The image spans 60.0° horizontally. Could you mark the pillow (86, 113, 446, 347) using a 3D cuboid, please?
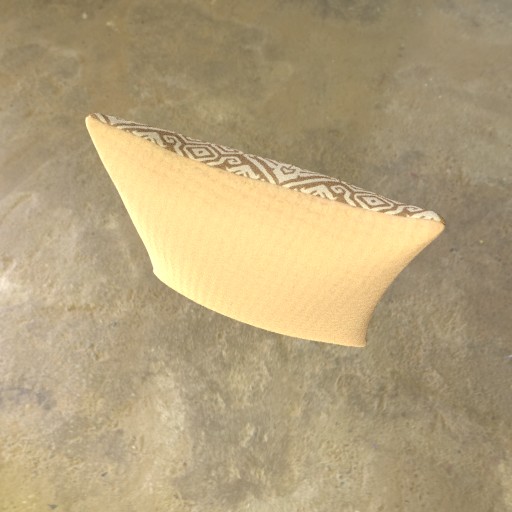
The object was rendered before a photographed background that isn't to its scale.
[{"bbox_3d":[0.000,0.000,0.650,0.419,0.407,0.173,18,64,9],"label":"pillow"}]
